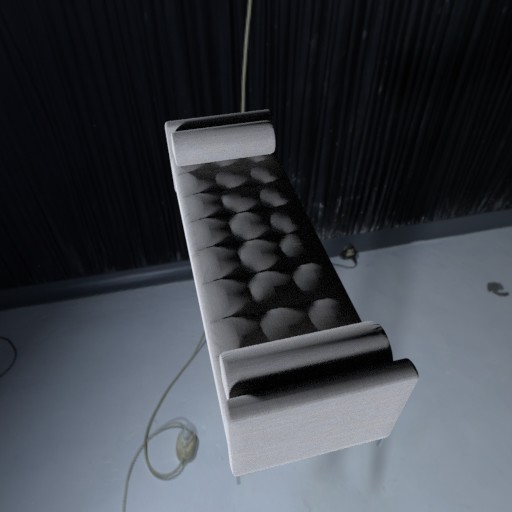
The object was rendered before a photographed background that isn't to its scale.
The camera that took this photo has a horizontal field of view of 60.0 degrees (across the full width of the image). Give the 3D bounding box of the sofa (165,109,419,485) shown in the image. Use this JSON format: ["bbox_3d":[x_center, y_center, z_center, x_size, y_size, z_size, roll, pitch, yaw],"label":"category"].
[{"bbox_3d":[0.000,0.000,2.352,0.686,0.635,1.981,-10,46,-10],"label":"sofa"}]
